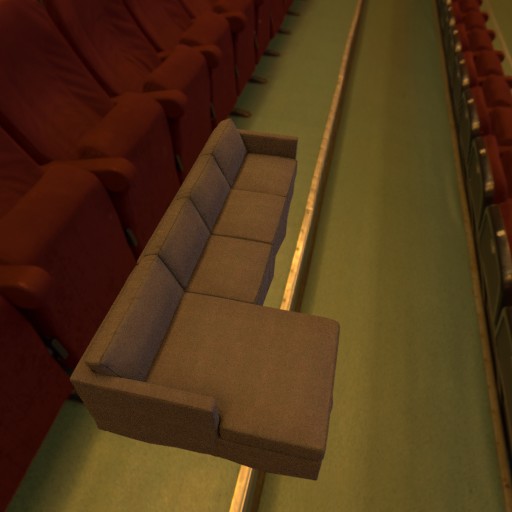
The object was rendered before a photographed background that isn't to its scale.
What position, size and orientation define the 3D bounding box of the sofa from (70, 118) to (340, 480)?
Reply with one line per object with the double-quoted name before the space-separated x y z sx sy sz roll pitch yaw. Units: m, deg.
"sofa" 0.000 0.000 3.862 1.650 0.922 3.205 9 46 9
